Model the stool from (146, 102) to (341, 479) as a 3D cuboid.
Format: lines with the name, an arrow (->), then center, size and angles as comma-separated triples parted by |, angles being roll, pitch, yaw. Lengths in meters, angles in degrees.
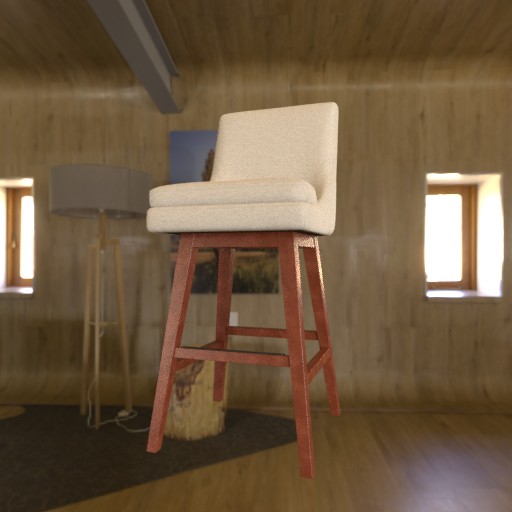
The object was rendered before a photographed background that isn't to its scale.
stool -> 0.000, 0.000, 1.405 | 0.470, 1.092, 0.559 | 0, 0, 19
